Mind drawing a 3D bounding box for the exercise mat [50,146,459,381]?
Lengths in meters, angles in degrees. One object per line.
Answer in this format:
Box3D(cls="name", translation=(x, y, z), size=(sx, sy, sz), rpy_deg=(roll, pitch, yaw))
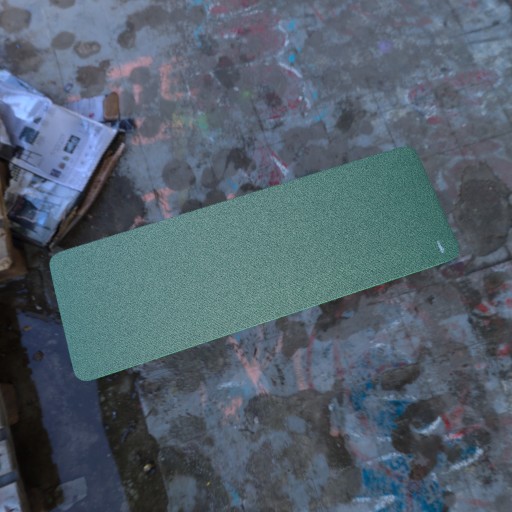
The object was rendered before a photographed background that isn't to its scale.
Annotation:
Box3D(cls="exercise mat", translation=(0.000, 0.000, 2.092), size=(1.869, 0.021, 0.616), rpy_deg=(-18, 76, -4))
